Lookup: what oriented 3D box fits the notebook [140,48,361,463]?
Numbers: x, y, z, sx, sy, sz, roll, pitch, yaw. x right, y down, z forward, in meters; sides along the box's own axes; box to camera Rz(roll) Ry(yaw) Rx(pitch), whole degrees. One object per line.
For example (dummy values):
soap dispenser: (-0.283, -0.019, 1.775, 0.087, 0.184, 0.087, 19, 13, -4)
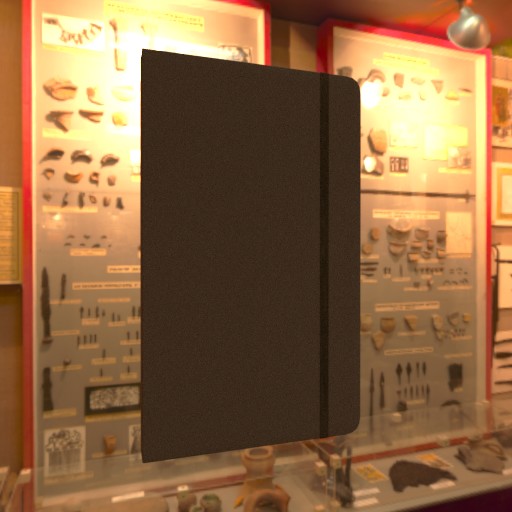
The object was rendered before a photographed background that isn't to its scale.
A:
notebook: (0.000, 0.000, 0.253, 0.127, 0.213, 0.016, 0, 0, -18)
